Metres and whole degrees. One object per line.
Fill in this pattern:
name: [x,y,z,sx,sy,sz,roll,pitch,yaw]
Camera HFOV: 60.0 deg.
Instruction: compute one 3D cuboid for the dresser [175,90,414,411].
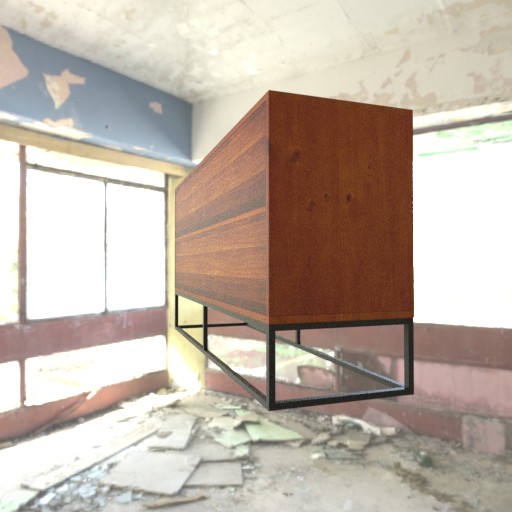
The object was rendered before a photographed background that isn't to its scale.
dresser: [0.000,0.000,1.915,0.464,0.810,1.536,0,-1,-19]
